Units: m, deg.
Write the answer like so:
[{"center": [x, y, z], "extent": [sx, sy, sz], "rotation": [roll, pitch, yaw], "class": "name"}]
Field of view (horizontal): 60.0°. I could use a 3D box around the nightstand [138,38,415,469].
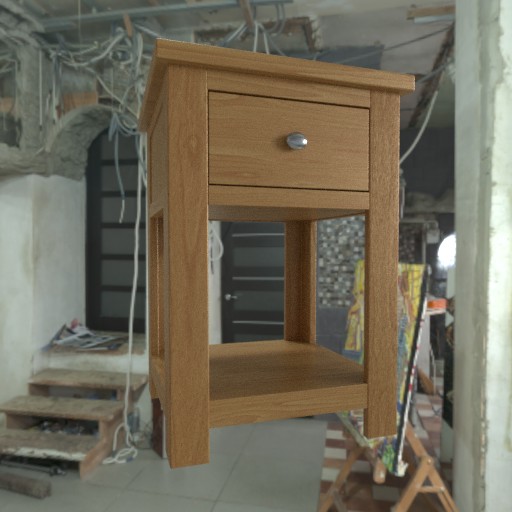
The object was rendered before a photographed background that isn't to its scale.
[{"center": [0.000, 0.000, 0.882], "extent": [0.428, 0.614, 0.418], "rotation": [0, 1, -18], "class": "nightstand"}]
